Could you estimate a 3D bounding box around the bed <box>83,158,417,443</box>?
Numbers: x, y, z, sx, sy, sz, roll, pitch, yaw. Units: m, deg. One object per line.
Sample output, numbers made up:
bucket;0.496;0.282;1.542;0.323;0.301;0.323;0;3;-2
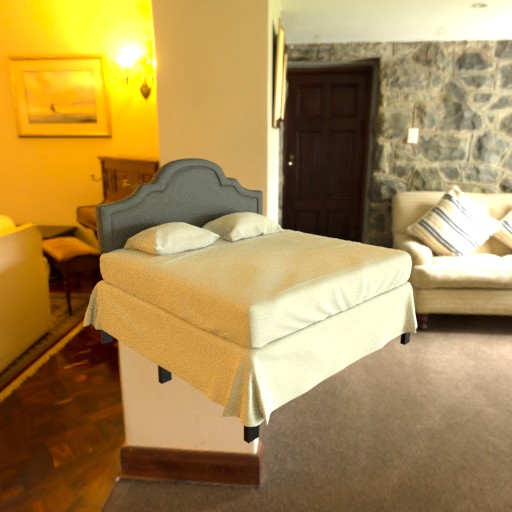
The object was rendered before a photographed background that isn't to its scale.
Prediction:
bed;0.000;0.000;3.889;2.303;1.631;2.222;-14;20;-43
